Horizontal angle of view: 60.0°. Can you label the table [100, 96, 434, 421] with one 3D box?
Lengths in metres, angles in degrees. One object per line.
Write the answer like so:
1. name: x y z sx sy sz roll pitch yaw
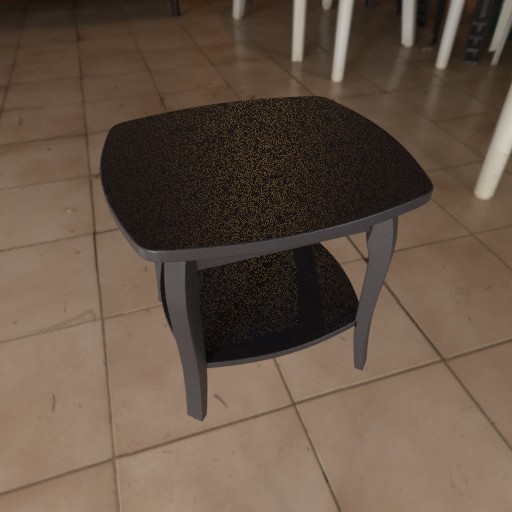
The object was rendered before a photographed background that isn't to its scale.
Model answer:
1. table: 0.000 0.000 0.895 0.508 0.457 0.457 -13 42 -15
